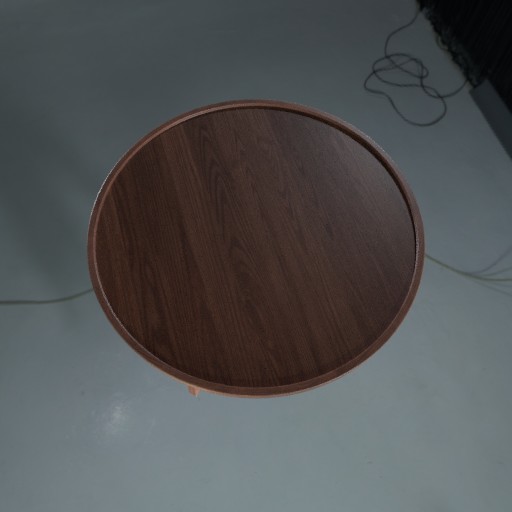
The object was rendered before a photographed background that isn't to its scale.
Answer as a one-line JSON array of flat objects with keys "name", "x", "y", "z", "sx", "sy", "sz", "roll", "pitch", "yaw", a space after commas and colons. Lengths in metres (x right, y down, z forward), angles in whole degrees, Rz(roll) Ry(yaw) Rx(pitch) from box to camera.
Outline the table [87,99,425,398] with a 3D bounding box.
[{"name": "table", "x": 0.000, "y": 0.000, "z": 1.224, "sx": 0.800, "sy": 0.360, "sz": 0.800, "roll": 0, "pitch": 64, "yaw": 0}]
